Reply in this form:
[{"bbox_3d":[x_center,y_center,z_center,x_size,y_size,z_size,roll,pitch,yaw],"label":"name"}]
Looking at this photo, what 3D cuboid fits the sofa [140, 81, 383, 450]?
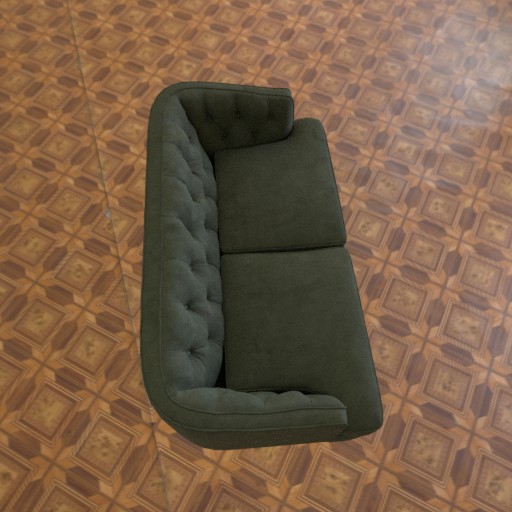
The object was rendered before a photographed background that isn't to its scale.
[{"bbox_3d":[0.000,0.000,2.206,0.941,0.855,1.733,-4,62,-2],"label":"sofa"}]
